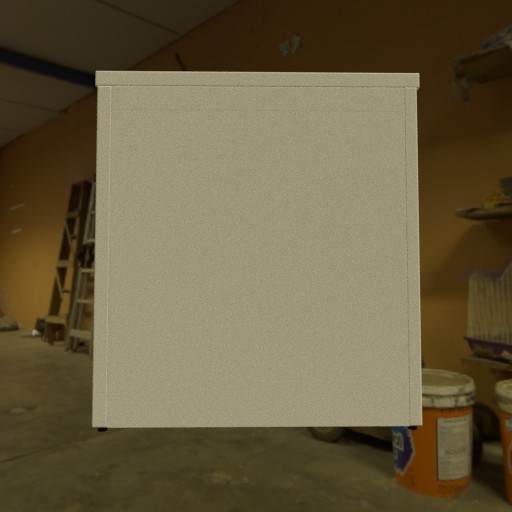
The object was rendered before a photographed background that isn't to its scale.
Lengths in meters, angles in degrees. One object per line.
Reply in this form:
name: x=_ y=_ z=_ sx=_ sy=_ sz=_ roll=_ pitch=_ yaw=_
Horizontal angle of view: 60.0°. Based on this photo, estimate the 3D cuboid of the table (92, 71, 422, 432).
table: x=0.000 y=0.000 z=0.754 sx=0.420 sy=0.460 sz=0.380 roll=0 pitch=-3 yaw=-1
